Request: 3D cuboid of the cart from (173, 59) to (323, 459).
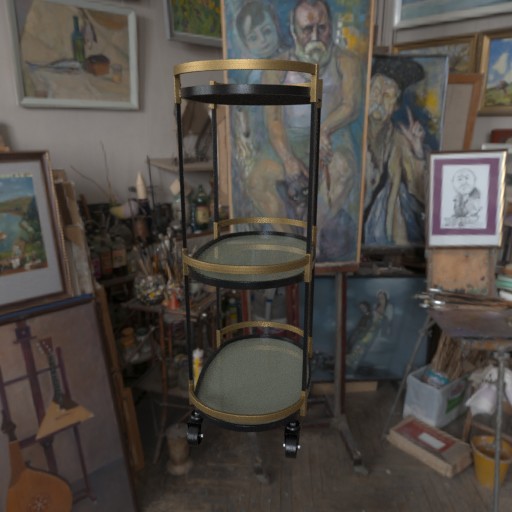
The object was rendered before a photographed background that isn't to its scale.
[{"bbox_3d":[0.000,0.000,1.159,0.311,0.885,0.515,3,16,9],"label":"cart"}]
